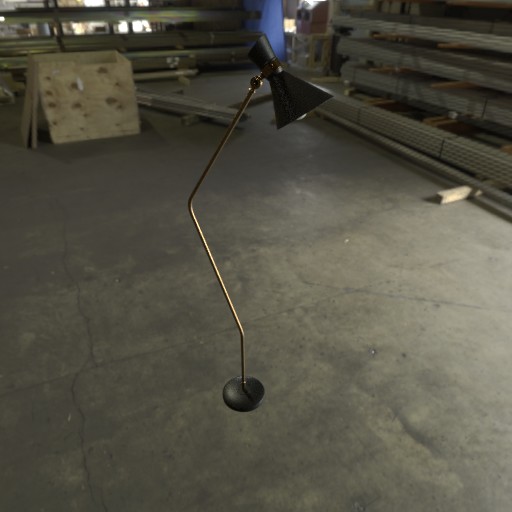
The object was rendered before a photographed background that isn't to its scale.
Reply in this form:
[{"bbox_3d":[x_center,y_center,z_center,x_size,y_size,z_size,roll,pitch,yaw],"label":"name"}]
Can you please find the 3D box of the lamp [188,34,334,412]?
[{"bbox_3d":[0.000,0.000,1.592,0.277,1.438,0.467,-22,38,-32],"label":"lamp"}]
